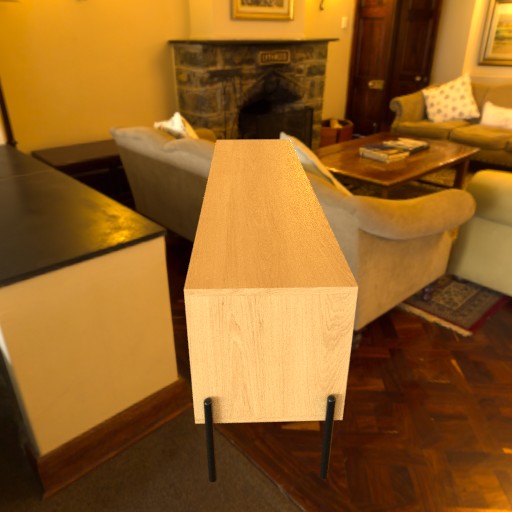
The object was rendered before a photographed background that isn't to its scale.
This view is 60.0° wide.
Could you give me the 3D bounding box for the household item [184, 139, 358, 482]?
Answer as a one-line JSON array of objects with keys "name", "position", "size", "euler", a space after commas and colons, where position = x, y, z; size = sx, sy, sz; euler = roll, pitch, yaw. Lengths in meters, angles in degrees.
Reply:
[{"name": "household item", "position": [0.000, 0.000, 1.771], "size": [0.400, 0.600, 1.550], "euler": [-1, 27, -2]}]
